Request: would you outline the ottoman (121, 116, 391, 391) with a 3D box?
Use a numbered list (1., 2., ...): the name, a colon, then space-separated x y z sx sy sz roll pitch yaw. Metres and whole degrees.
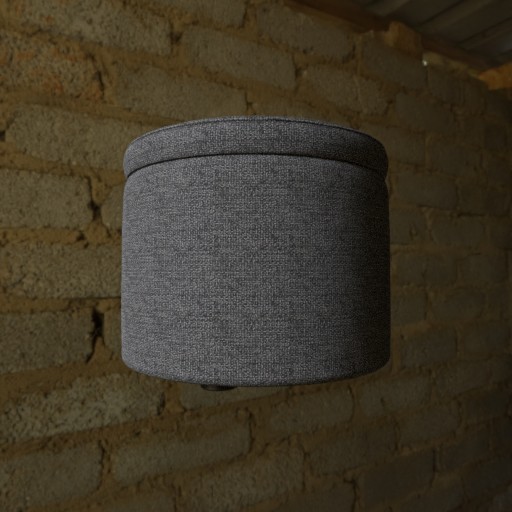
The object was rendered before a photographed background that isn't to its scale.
1. ottoman: 0.000 0.000 0.897 0.520 0.430 0.520 0 -2 0
